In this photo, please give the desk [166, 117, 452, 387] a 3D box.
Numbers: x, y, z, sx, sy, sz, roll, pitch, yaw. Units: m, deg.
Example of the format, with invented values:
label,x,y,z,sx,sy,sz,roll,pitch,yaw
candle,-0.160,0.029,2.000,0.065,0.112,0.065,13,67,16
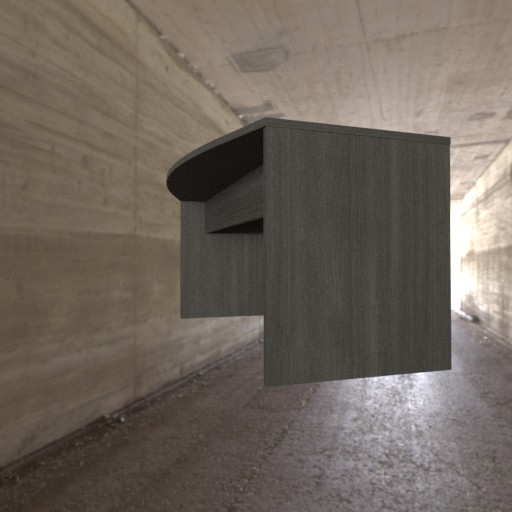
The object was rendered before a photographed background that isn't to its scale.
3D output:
label,x,y,z,sx,sy,sz,roll,pitch,yaw
desk,0.000,0.000,2.063,0.802,0.750,1.600,0,-1,-18
